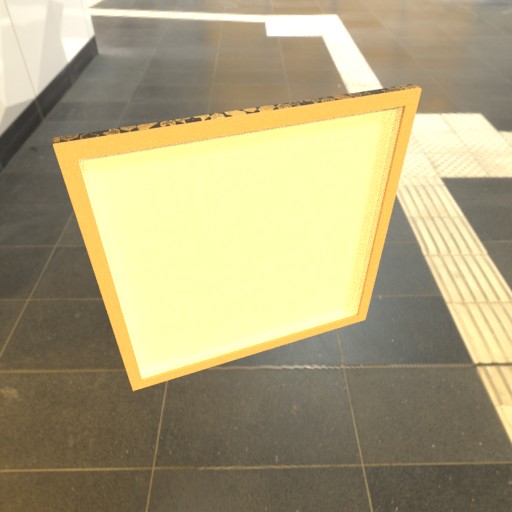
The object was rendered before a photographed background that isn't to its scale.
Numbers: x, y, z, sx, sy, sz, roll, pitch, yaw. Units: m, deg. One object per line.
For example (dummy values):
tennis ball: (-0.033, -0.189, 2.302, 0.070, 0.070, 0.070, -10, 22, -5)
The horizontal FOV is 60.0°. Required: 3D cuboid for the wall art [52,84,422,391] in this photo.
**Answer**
wall art: (0.000, 0.000, 1.350, 0.914, 0.914, 0.038, -14, 43, -15)
